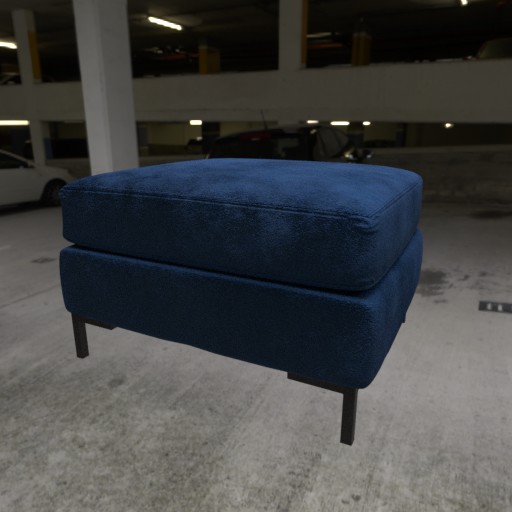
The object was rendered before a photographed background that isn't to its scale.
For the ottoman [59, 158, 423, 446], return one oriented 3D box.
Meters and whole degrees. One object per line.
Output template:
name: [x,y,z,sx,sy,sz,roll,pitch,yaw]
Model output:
ottoman: [0.000,0.000,1.190,0.794,0.485,0.655,9,19,26]
